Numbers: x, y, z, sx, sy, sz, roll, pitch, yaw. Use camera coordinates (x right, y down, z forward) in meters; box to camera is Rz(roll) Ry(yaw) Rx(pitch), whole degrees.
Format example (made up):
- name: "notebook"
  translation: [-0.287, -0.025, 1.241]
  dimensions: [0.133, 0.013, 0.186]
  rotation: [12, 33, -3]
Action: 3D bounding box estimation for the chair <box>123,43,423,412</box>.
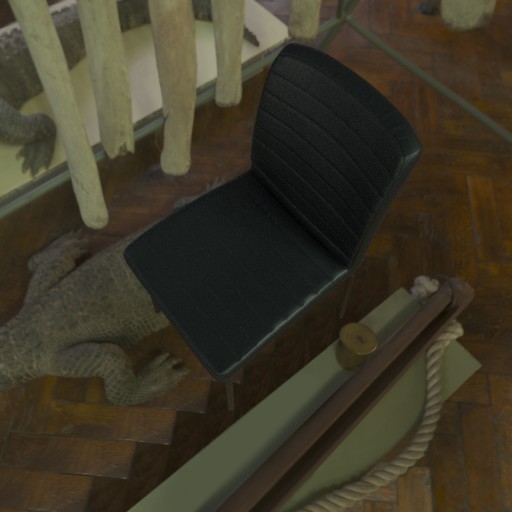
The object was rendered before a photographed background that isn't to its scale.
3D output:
- name: "chair"
  translation: [0.000, 0.000, 1.189]
  dimensions: [0.572, 0.872, 0.450]
  rotation: [-36, 69, -16]
